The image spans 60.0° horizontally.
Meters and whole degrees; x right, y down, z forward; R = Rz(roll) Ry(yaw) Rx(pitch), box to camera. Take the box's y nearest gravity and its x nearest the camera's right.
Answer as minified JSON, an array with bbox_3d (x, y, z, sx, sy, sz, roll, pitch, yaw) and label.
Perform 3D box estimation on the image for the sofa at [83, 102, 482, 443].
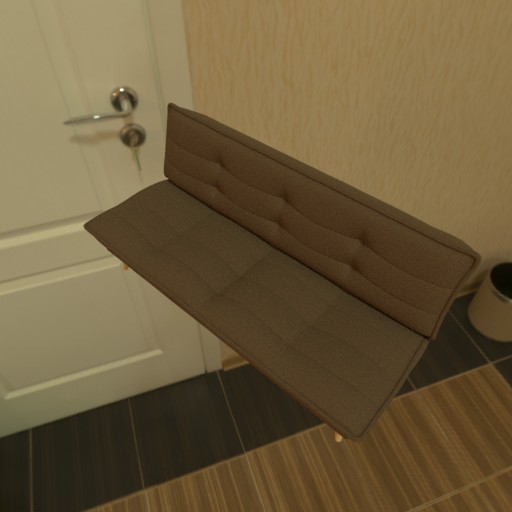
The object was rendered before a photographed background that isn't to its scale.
[{"bbox_3d":[0.000,0.000,2.410,1.940,0.890,0.950,33,55,27],"label":"sofa"}]
